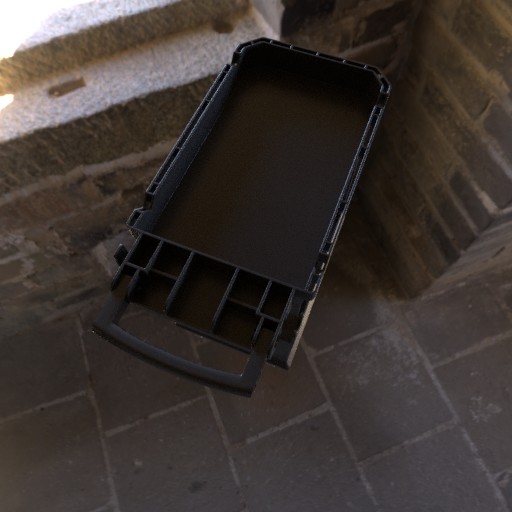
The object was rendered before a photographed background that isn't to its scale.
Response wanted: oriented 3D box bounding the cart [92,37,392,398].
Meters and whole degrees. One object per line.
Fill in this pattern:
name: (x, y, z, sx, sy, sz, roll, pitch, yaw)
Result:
cart: (0.000, 0.000, 1.554, 0.497, 0.884, 1.061, 20, 64, 10)
